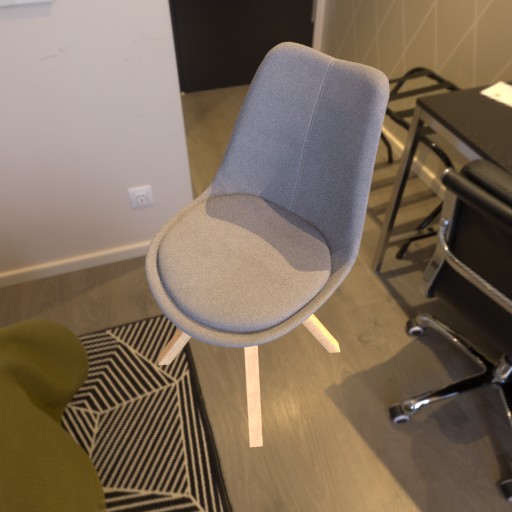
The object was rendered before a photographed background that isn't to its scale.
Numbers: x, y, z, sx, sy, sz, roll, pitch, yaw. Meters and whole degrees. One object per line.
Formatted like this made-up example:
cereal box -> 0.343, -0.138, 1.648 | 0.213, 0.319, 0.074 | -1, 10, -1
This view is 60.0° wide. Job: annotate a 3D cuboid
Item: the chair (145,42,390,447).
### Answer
chair -> 0.000, 0.000, 1.144 | 0.474, 0.863, 0.549 | 32, 54, 27
